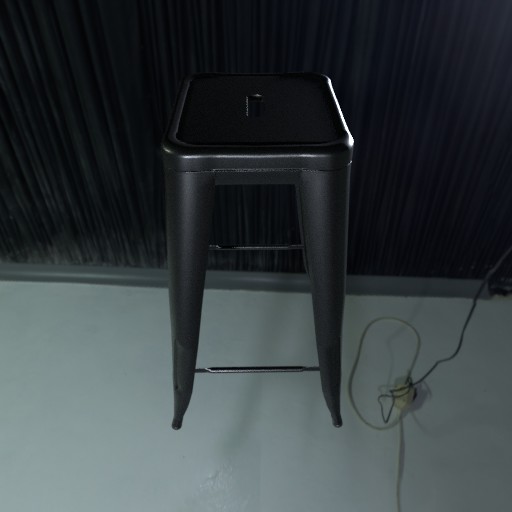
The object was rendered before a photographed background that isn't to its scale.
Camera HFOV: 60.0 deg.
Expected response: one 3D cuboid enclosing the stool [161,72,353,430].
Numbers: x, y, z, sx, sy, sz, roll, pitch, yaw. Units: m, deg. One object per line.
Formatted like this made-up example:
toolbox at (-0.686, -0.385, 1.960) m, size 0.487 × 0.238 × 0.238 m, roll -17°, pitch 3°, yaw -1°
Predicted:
stool at (0.000, 0.000, 0.866) m, size 0.359 × 0.609 × 0.399 m, roll -1°, pitch 41°, yaw -1°
